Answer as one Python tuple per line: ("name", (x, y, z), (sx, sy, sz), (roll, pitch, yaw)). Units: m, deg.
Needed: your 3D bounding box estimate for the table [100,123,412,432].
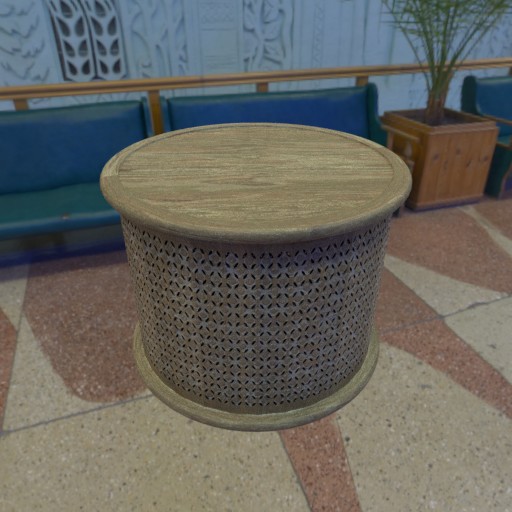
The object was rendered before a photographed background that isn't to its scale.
("table", (0.000, 0.000, 1.010), (0.607, 0.450, 0.607), (0, 31, 0))
